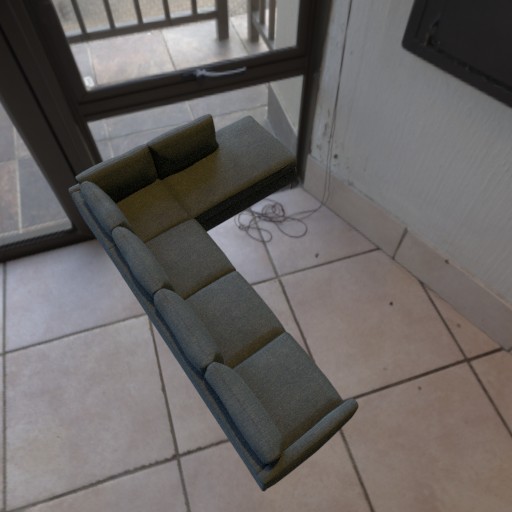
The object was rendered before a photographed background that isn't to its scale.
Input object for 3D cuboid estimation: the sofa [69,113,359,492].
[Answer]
[{"bbox_3d":[0.000,0.000,3.759,2.007,0.815,2.949,-32,63,-18],"label":"sofa"}]
